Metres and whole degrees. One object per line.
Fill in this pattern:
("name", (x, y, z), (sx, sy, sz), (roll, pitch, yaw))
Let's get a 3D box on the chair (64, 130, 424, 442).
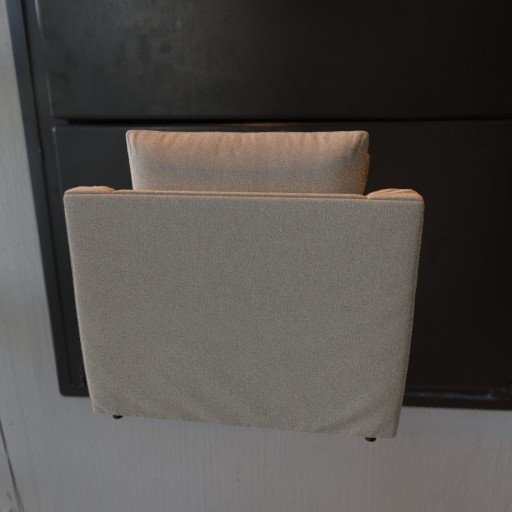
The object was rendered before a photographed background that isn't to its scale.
("chair", (0.000, 0.000, 1.987), (1.194, 1.093, 1.071), (2, 17, 7))
